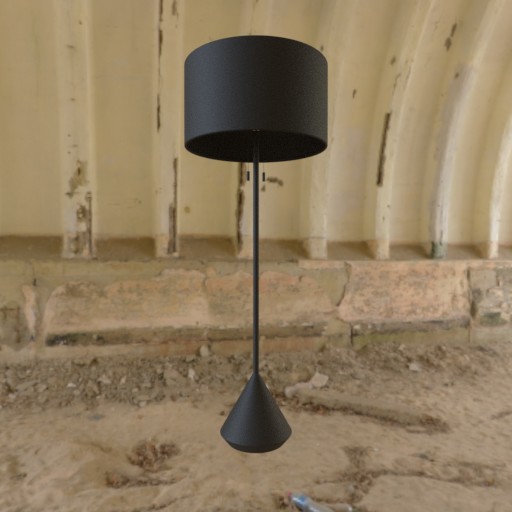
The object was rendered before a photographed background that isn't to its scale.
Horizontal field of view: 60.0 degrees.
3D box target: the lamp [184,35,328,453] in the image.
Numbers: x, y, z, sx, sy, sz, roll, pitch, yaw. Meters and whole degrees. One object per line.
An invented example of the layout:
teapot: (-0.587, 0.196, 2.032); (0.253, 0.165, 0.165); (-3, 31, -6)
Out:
lamp: (0.000, 0.000, 1.819); (0.580, 1.526, 0.580); (1, 1, 38)
